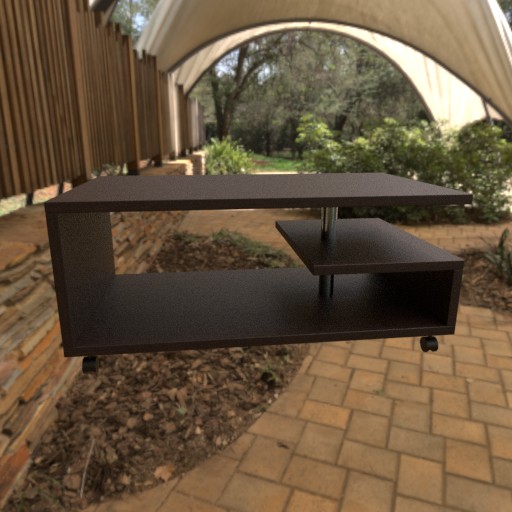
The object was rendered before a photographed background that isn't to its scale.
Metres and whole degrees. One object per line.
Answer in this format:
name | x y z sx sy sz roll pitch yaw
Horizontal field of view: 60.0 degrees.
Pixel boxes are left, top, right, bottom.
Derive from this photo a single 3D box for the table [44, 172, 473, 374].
table | 0.000 0.000 1.417 1.050 0.460 0.590 -2 16 -7
